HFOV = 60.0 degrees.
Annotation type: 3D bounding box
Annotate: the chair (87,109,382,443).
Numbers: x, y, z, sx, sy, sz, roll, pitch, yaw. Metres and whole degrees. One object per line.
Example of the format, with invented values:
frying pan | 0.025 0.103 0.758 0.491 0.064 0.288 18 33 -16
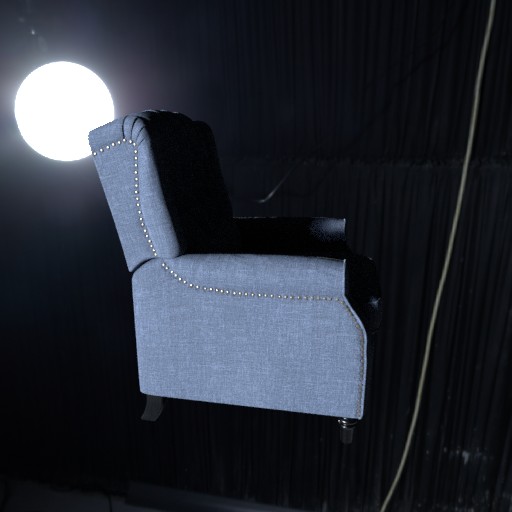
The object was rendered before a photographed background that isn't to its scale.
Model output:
chair | 0.000 0.000 1.642 0.898 1.035 0.742 3 16 10
